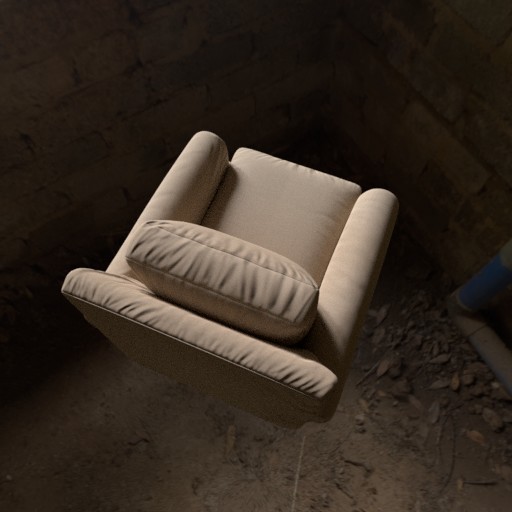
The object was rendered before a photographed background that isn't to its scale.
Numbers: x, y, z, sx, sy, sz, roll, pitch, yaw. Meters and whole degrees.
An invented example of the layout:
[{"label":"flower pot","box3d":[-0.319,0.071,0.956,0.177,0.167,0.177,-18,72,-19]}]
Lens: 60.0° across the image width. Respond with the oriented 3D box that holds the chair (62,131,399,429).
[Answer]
[{"label":"chair","box3d":[0.000,0.000,1.763,0.940,0.866,1.066,20,65,10]}]
